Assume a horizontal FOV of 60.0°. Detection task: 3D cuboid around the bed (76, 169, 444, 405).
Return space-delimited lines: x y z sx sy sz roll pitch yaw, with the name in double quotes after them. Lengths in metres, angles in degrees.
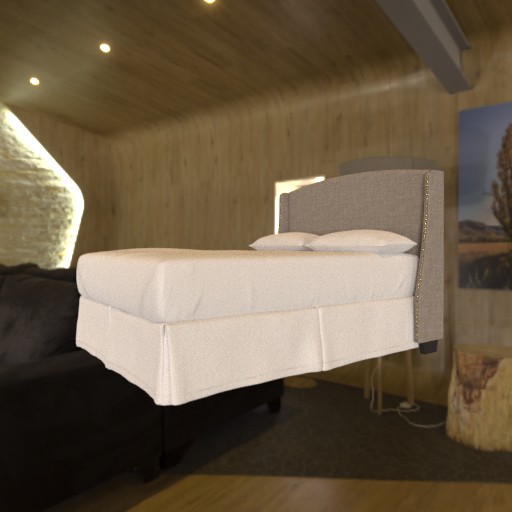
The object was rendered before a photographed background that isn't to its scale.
0.000 0.000 3.324 2.237 1.407 1.710 -1 2 -36 "bed"
